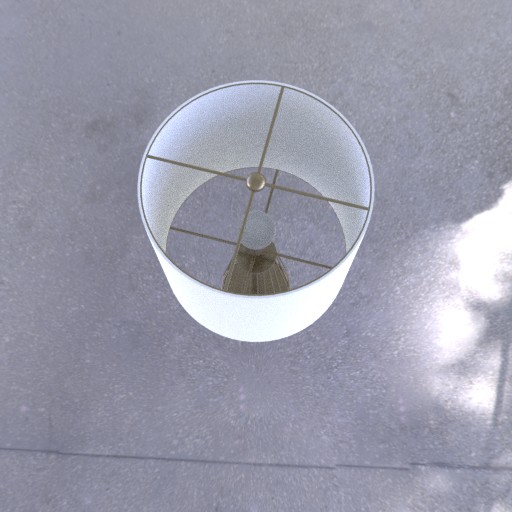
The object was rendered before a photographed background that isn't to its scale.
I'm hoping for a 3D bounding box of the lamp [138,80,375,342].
[{"bbox_3d":[0.000,0.000,0.776,0.303,0.618,0.303,0,74,0],"label":"lamp"}]
